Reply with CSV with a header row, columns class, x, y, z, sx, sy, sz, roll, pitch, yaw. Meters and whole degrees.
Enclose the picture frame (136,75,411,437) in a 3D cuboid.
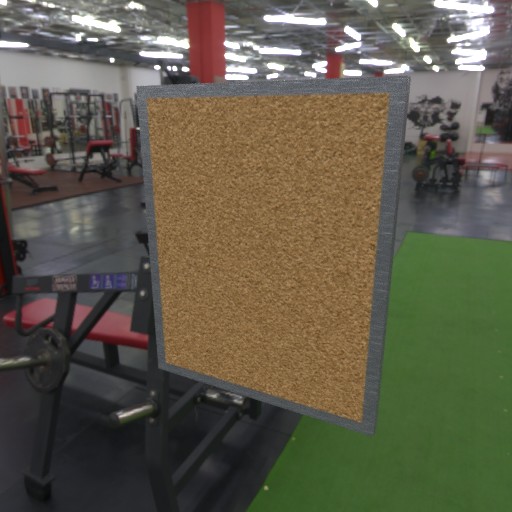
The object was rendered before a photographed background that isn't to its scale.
class,x,y,z,sx,sy,sz,roll,pitch,yaw
picture frame,0.000,0.000,0.764,0.454,0.559,0.029,9,20,26
